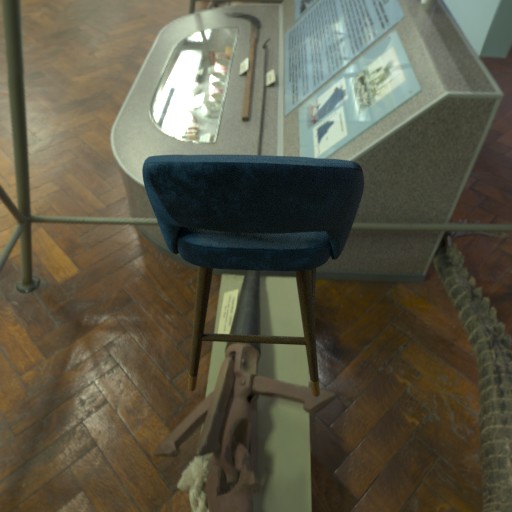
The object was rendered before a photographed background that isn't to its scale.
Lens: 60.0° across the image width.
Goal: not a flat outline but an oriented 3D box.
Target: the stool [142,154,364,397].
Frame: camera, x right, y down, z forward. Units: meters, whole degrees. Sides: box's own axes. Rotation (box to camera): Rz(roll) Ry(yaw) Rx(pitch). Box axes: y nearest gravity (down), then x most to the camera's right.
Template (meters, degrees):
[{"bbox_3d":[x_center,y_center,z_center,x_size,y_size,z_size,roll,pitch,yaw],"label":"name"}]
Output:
[{"bbox_3d":[0.000,0.000,1.333,0.514,1.016,0.515,2,47,2],"label":"stool"}]
